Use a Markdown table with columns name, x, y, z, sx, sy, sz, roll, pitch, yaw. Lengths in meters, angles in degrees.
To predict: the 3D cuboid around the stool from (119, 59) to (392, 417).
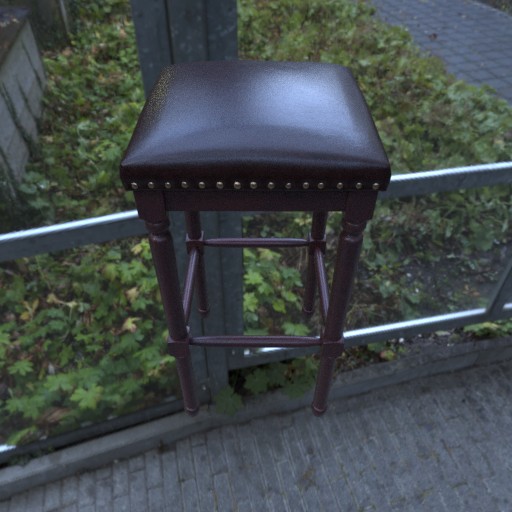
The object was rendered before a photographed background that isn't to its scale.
| name | x | y | z | sx | sy | sz | roll | pitch | yaw |
| --- | --- | --- | --- | --- | --- | --- | --- | --- | --- |
| stool | 0.000 | 0.000 | 0.970 | 0.382 | 0.768 | 0.383 | 0 | 42 | 0 |
